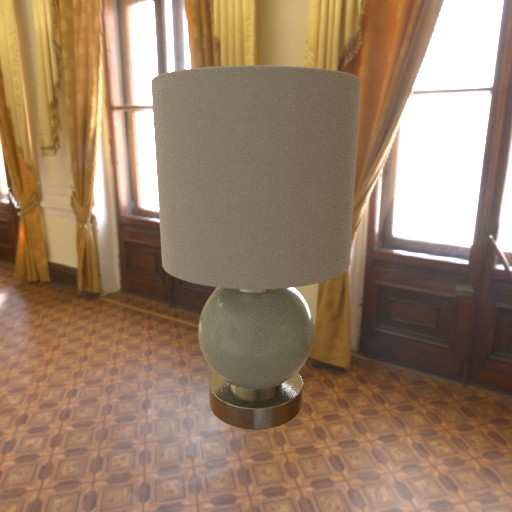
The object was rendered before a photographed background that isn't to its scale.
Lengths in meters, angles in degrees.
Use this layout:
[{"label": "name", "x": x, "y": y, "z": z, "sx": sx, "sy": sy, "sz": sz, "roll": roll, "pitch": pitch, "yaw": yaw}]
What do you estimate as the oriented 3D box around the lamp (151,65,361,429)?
[{"label": "lamp", "x": 0.000, "y": 0.000, "z": 0.479, "sx": 0.201, "sy": 0.353, "sz": 0.201, "roll": -14, "pitch": 20, "yaw": -43}]
